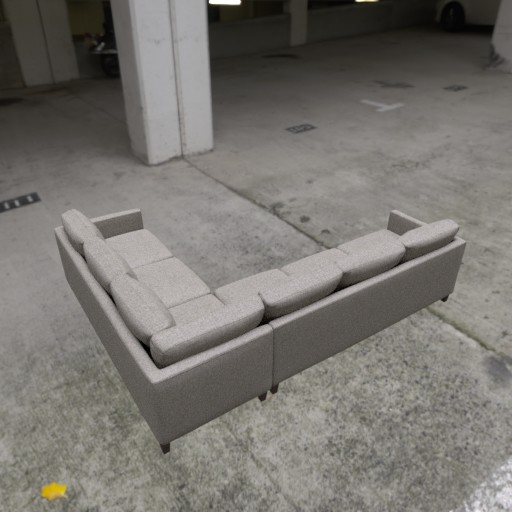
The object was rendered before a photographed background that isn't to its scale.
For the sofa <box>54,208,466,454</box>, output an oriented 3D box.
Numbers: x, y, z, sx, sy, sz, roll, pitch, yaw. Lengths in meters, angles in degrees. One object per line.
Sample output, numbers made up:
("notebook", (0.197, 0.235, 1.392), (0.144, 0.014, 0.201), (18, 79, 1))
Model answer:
("sofa", (0.000, 0.000, 4.520), (3.302, 0.947, 2.593), (-19, 35, -29))
